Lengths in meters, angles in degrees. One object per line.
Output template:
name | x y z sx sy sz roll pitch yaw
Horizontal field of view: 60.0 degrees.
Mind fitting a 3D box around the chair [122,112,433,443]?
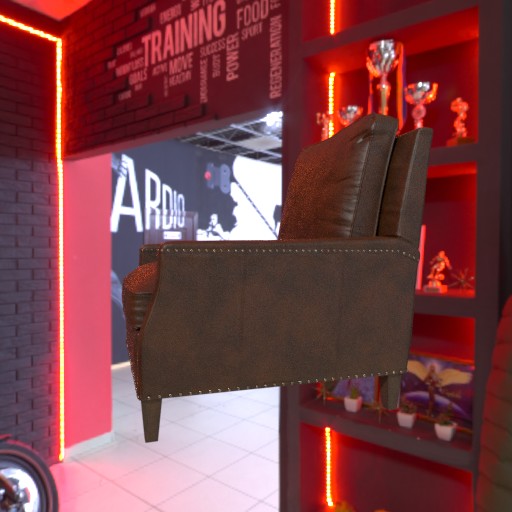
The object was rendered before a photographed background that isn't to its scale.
chair | 0.000 0.000 1.784 1.035 1.054 0.854 0 1 -19
